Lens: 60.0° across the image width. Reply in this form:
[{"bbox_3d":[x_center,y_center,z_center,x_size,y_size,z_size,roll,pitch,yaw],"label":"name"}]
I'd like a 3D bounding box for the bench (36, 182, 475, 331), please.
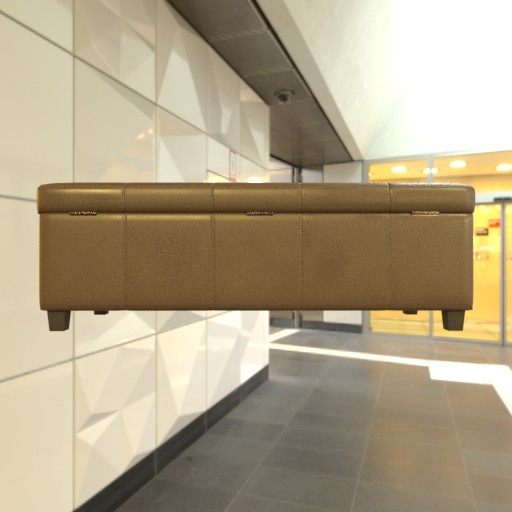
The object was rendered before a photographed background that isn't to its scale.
[{"bbox_3d":[0.000,0.000,1.419,1.219,0.417,0.450,0,0,0],"label":"bench"}]
